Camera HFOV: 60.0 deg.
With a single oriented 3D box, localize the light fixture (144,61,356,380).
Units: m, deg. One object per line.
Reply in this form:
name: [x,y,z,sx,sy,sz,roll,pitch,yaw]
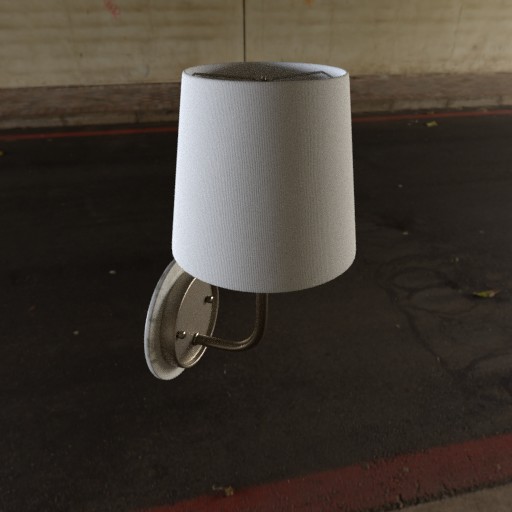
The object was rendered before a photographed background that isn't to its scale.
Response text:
light fixture: [0.000,0.000,0.433,0.188,0.337,0.168,10,31,17]
